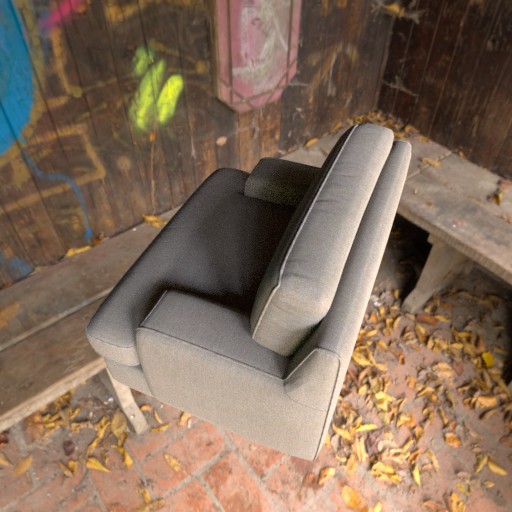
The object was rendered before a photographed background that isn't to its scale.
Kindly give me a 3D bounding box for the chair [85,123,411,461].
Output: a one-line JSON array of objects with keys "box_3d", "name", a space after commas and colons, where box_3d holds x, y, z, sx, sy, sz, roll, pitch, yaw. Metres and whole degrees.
[{"box_3d": [0.000, 0.000, 1.987, 1.043, 0.974, 1.270, 17, 48, 16], "name": "chair"}]
